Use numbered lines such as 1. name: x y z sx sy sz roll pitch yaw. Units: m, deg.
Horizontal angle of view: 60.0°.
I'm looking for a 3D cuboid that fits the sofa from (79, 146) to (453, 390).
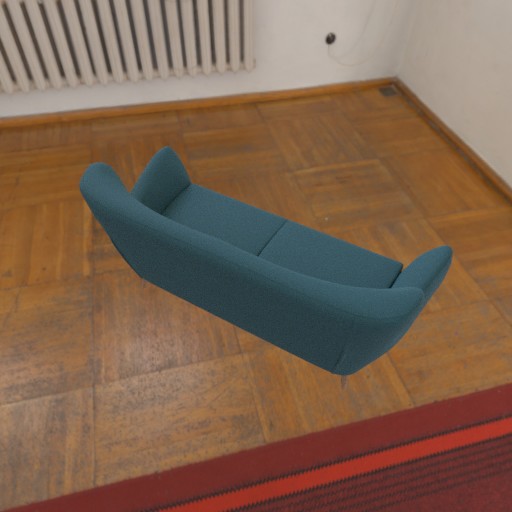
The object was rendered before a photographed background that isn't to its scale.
1. sofa: 0.000 0.000 2.522 1.930 0.890 0.889 23 51 21
